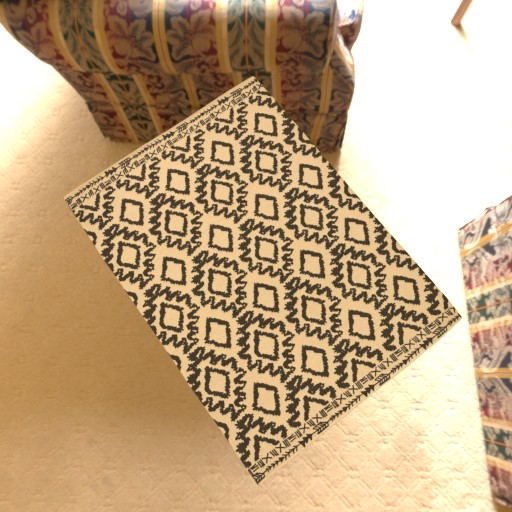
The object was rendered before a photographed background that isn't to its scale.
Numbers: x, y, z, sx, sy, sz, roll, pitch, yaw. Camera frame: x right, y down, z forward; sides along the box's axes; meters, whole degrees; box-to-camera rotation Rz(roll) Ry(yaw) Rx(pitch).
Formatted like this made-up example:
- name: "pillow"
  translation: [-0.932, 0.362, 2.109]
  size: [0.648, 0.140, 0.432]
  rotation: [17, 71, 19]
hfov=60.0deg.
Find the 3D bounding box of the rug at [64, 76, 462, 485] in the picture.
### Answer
- name: "rug"
  translation: [0.000, 0.000, 4.364]
  size: [2.444, 0.036, 3.369]
  rotation: [-36, 78, -9]
